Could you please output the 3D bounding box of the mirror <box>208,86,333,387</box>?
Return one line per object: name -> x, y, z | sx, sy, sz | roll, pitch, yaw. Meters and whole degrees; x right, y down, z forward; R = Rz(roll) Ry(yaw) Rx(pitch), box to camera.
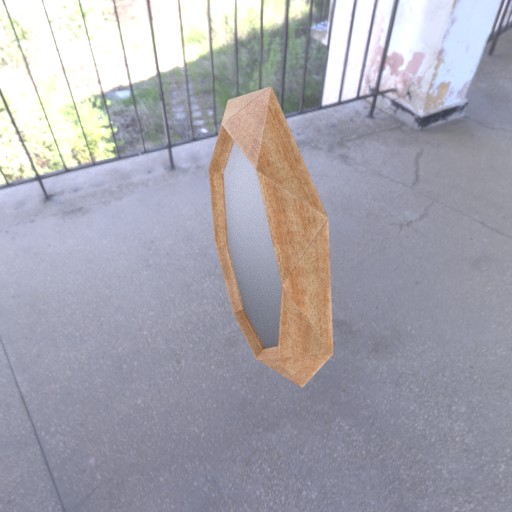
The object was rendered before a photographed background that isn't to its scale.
mirror -> 0.000, 0.000, 0.996 | 0.070, 0.774, 0.577 | -18, 48, -16
